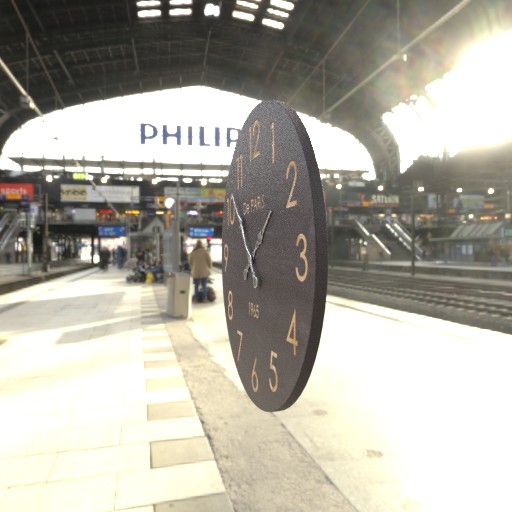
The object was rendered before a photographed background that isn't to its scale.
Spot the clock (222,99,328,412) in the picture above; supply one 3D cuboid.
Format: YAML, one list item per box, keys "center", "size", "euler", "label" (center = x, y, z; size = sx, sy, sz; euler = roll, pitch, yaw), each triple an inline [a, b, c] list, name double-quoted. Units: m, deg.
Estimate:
- center: [0.000, 0.000, 0.893]
  size: [0.029, 0.595, 0.595]
  euler: [0, 1, -17]
  label: "clock"
